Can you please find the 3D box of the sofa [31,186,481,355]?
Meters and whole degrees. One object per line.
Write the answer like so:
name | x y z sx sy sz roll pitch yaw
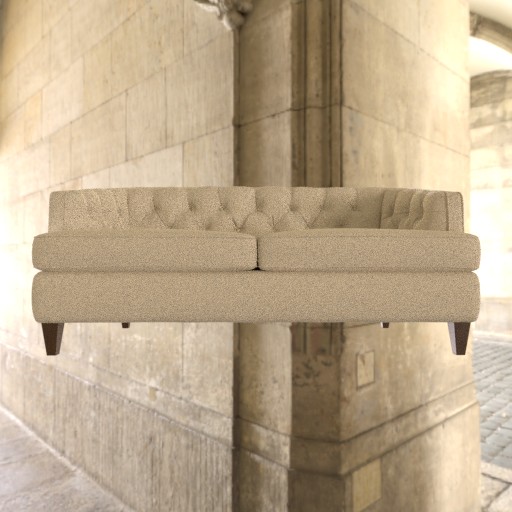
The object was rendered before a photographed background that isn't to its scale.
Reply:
sofa | 0.000 0.000 2.122 1.733 0.855 0.941 0 -1 0
